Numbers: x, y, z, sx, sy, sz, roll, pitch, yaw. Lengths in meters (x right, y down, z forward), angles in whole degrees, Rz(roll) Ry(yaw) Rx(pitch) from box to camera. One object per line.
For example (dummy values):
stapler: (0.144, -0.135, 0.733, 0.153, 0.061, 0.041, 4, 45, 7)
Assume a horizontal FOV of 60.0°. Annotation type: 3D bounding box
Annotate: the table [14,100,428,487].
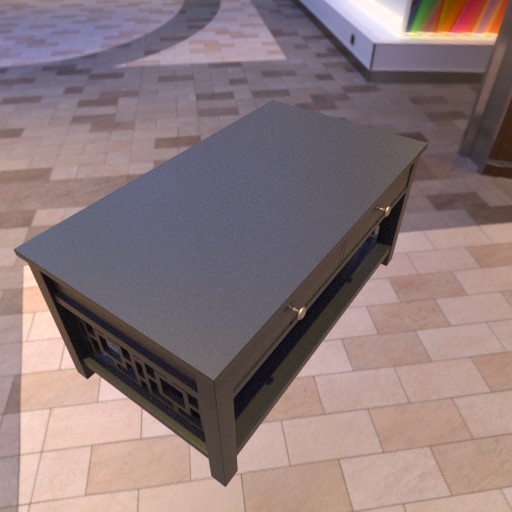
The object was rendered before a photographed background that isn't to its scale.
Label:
table: (0.000, 0.000, 1.377, 0.612, 0.493, 1.068, 25, 47, 26)
